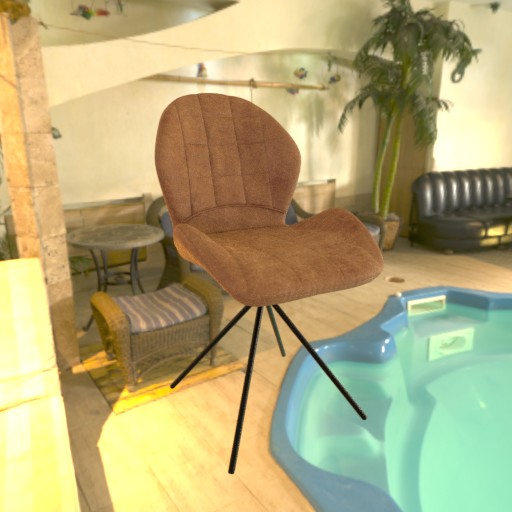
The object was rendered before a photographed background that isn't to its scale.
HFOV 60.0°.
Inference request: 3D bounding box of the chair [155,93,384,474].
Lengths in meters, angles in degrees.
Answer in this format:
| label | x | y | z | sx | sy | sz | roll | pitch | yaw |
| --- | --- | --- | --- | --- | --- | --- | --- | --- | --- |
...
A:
| label | x | y | z | sx | sy | sz | roll | pitch | yaw |
| --- | --- | --- | --- | --- | --- | --- | --- | --- | --- |
| chair | 0.000 | 0.000 | 1.285 | 0.527 | 0.929 | 0.640 | -9 | 18 | -28 |
